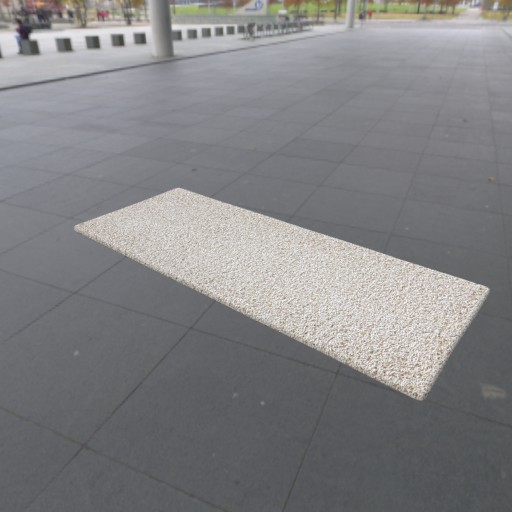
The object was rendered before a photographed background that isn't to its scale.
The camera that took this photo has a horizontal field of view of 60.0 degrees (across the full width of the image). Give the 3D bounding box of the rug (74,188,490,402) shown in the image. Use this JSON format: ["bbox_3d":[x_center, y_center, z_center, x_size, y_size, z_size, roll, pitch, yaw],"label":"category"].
[{"bbox_3d":[0.000,0.000,1.691,1.524,0.030,0.609,21,36,33],"label":"rug"}]
